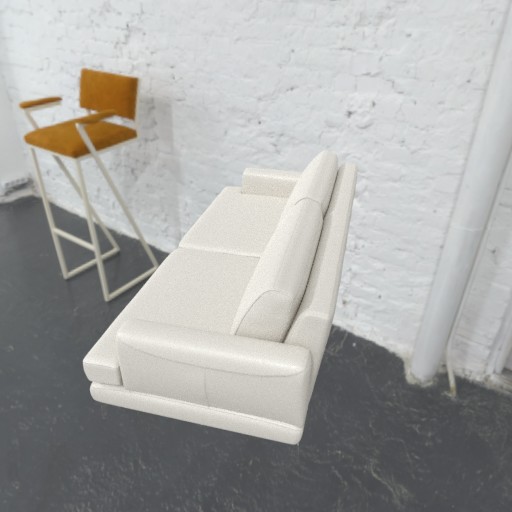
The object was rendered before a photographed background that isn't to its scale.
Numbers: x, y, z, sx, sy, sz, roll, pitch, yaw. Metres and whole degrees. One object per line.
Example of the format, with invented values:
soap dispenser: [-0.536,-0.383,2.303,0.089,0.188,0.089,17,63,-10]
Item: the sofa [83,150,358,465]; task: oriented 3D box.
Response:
sofa: [0.000,0.000,2.468,0.974,0.765,1.940,7,32,12]
